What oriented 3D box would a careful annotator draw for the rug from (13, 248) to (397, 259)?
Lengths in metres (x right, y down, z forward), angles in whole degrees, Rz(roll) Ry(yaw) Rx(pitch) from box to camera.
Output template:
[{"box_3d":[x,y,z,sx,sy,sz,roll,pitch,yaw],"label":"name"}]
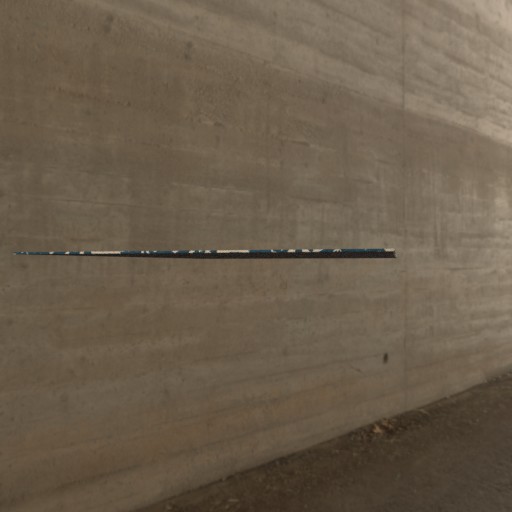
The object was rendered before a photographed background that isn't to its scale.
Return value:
[{"box_3d":[0.000,0.000,3.996,2.416,0.014,3.017,0,-1,18],"label":"rug"}]
